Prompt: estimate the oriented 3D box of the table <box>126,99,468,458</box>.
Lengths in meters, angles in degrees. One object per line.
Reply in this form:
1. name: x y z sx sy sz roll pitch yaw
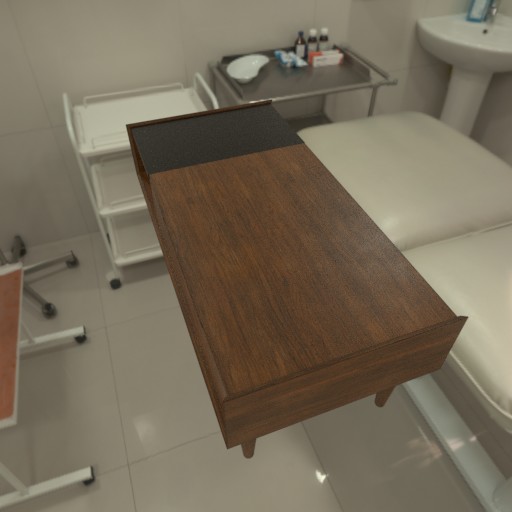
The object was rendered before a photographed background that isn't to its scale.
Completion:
1. table: 0.000 0.000 1.553 0.610 0.508 1.221 -15 46 -15
